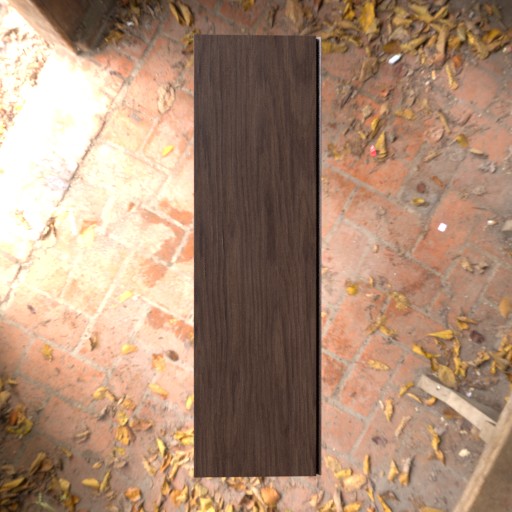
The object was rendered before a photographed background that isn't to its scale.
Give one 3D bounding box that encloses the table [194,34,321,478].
[{"bbox_3d":[0.000,0.000,1.654,0.405,0.508,1.397,0,90,-1],"label":"table"}]
